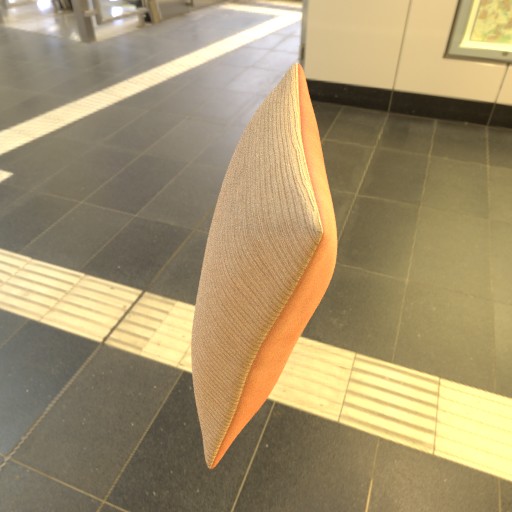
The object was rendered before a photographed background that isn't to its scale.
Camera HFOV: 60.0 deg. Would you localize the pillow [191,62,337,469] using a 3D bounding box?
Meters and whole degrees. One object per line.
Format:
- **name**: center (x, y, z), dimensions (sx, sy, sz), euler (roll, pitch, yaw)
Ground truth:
- **pillow**: center (0.000, 0.000, 0.625), dimensions (0.177, 0.401, 0.424), euler (1, 40, 1)
